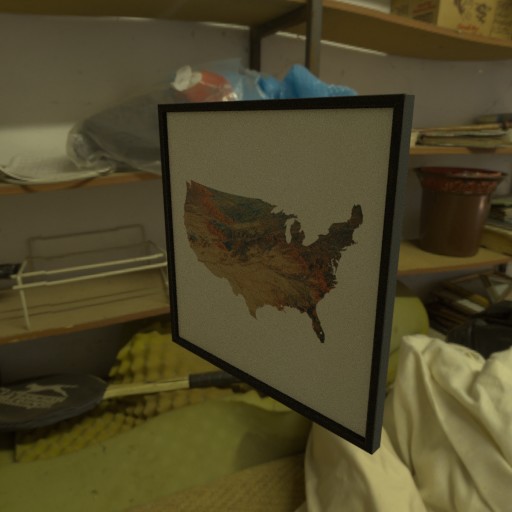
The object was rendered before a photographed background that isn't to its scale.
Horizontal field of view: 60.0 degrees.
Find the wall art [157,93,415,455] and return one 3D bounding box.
[{"bbox_3d":[0.000,0.000,0.457,0.304,0.303,0.015,16,23,42],"label":"wall art"}]
